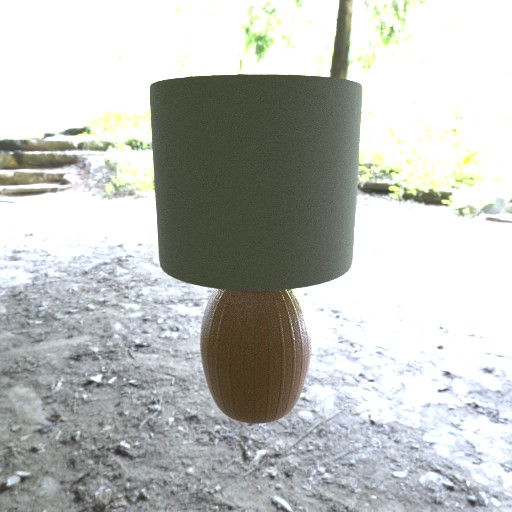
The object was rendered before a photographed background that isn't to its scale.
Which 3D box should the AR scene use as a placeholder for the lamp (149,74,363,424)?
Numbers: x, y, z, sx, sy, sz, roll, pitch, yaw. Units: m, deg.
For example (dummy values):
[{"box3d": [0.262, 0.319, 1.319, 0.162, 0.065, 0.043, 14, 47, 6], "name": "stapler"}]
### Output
[{"box3d": [0.000, 0.000, 0.768, 0.329, 0.570, 0.329, 0, 15, 0], "name": "lamp"}]
